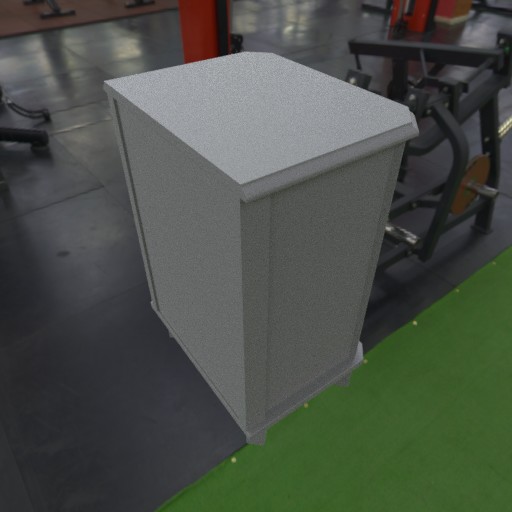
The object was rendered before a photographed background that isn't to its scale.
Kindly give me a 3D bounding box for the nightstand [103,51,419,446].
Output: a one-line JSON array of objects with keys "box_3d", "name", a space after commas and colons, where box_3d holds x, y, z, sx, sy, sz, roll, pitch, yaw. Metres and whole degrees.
[{"box_3d": [0.000, 0.000, 0.940, 0.350, 0.680, 0.450, -25, 46, -26], "name": "nightstand"}]
